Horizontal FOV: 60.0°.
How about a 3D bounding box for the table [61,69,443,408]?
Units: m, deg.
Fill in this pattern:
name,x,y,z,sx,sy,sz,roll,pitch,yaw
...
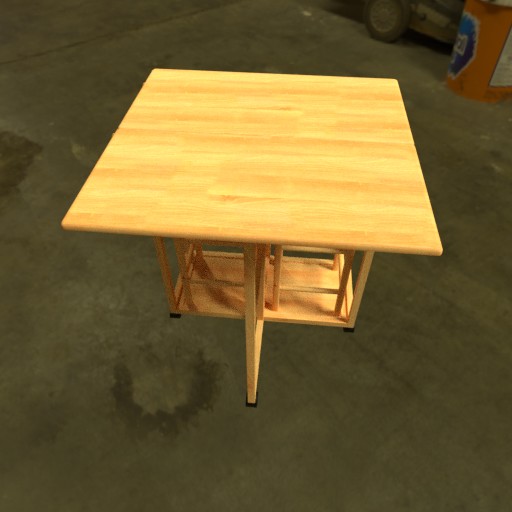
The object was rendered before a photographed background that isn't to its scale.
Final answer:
name,x,y,z,sx,sy,sz,roll,pitch,yaw
table,0.000,0.000,1.362,0.752,0.832,0.693,4,46,4
